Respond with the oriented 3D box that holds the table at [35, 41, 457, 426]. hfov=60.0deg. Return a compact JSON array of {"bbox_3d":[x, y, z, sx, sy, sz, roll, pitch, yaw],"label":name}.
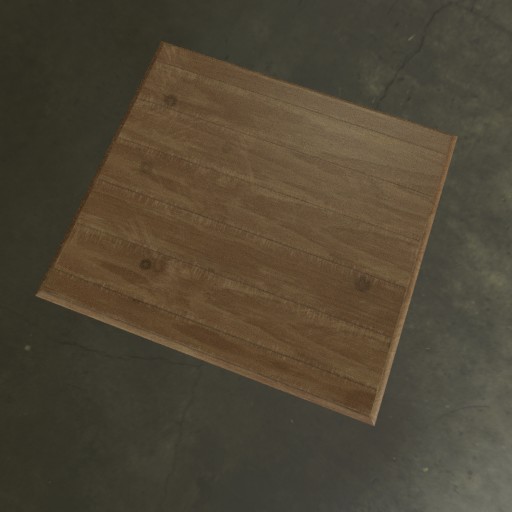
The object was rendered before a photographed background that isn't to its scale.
[{"bbox_3d":[0.000,0.000,0.928,0.508,0.561,0.457,20,77,5],"label":"table"}]
